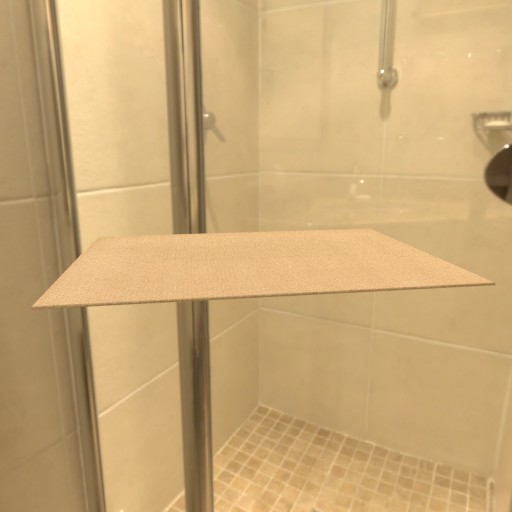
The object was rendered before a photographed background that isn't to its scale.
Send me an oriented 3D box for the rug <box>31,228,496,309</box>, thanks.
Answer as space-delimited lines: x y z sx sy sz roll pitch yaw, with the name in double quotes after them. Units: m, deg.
0.000 0.000 2.739 2.144 0.013 1.509 -2 14 -9 "rug"
